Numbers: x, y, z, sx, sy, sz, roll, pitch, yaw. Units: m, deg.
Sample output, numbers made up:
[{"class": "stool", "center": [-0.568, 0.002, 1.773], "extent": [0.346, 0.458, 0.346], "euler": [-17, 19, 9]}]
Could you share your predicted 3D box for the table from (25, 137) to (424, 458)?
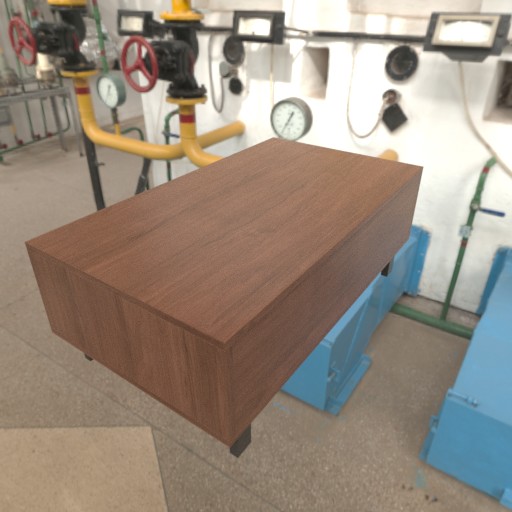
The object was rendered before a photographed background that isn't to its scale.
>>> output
[{"class": "table", "center": [0.000, 0.000, 1.316], "extent": [0.600, 0.380, 1.020], "euler": [20, 36, 30]}]
